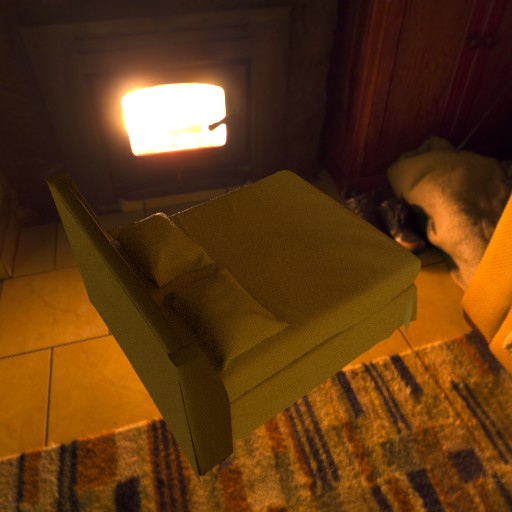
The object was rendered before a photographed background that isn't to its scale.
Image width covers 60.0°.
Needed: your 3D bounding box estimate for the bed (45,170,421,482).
[{"bbox_3d":[0.000,0.000,3.433,2.276,1.332,1.925,-26,49,-26],"label":"bed"}]
